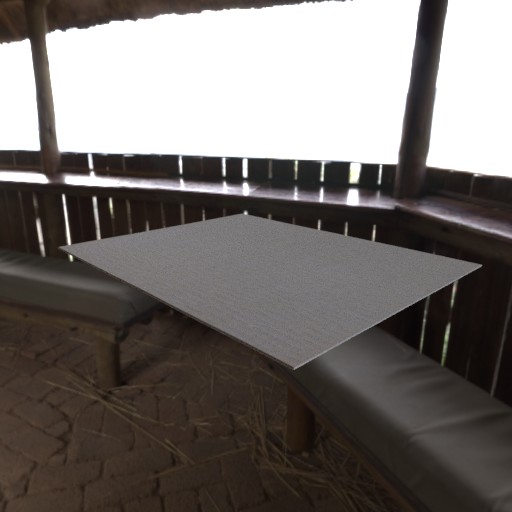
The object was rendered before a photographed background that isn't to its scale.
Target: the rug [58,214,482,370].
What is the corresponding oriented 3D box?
[{"bbox_3d":[0.000,0.000,4.031,2.410,0.021,3.055,-15,23,-41],"label":"rug"}]
